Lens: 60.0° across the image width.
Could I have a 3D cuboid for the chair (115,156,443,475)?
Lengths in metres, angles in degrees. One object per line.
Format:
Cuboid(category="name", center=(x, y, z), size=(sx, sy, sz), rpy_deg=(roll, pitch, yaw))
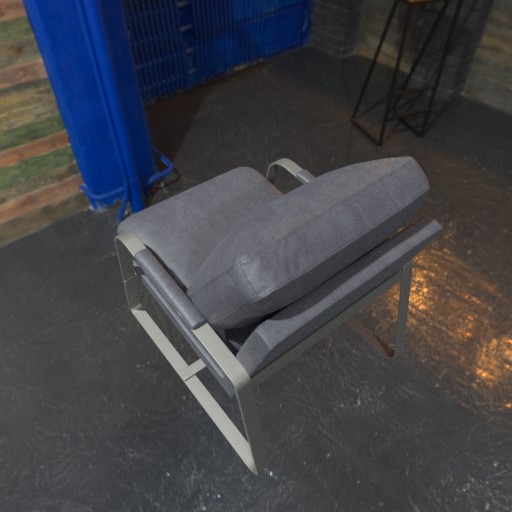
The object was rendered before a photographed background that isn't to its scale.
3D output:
Cuboid(category="chair", center=(0.000, 0.000, 1.457), size=(0.692, 0.839, 0.878), rpy_deg=(-30, 53, -26))
